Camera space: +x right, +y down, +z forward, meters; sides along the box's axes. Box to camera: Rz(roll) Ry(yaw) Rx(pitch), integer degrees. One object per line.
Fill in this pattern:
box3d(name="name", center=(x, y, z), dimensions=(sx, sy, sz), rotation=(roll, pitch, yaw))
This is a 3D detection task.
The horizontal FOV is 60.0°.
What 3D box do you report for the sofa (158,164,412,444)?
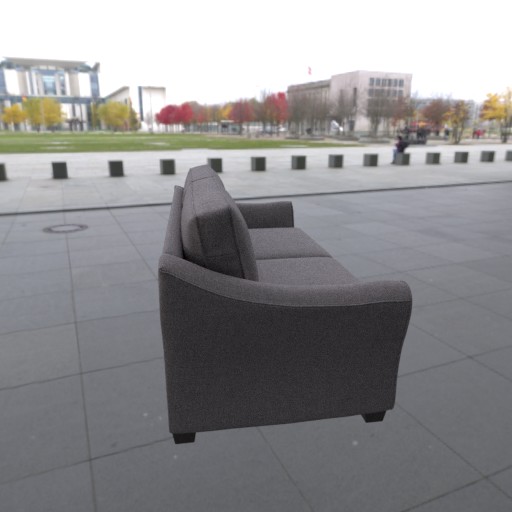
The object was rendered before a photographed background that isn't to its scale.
box3d(name="sofa", center=(0.000, 0.000, 2.687), dimensions=(1.013, 0.976, 2.203), rotation=(-2, 16, -8))
